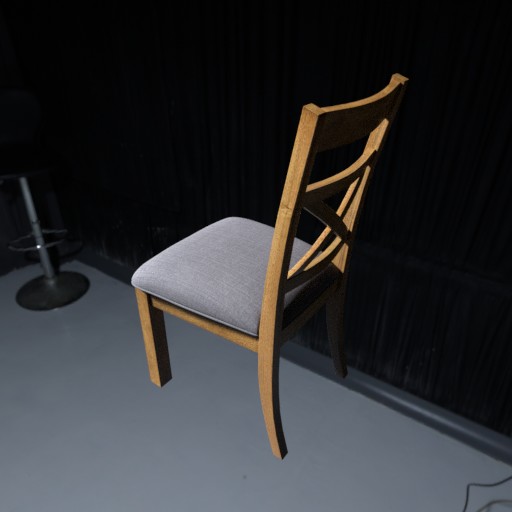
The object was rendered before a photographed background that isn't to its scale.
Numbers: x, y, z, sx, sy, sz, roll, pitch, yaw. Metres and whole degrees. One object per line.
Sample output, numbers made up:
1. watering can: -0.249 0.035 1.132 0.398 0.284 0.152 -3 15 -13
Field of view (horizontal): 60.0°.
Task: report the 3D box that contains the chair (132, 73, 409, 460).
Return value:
1. chair: 0.000 0.000 1.237 0.581 0.949 0.470 21 37 31
